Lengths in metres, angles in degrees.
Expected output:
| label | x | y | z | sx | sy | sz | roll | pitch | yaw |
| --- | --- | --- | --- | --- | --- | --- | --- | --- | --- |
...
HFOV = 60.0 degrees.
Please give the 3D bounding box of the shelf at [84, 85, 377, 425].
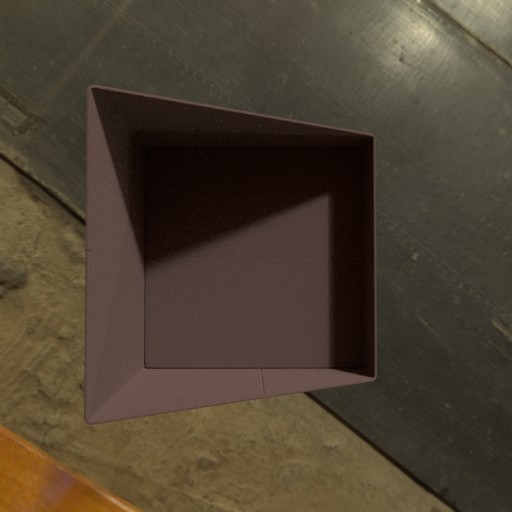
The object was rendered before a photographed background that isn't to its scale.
| label | x | y | z | sx | sy | sz | roll | pitch | yaw |
| --- | --- | --- | --- | --- | --- | --- | --- | --- | --- |
| shelf | 0.000 | 0.000 | 0.483 | 0.292 | 0.210 | 0.292 | 0 | 89 | 0 |
